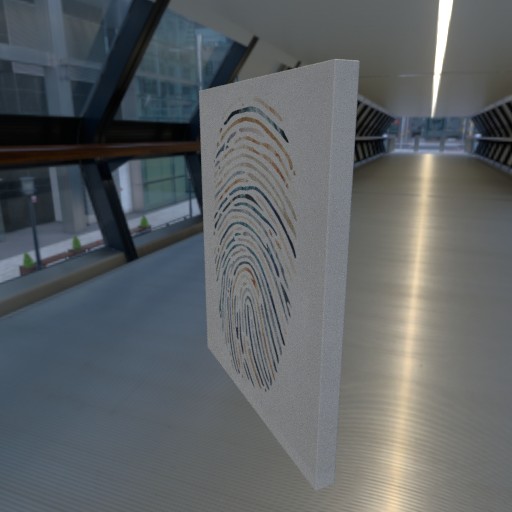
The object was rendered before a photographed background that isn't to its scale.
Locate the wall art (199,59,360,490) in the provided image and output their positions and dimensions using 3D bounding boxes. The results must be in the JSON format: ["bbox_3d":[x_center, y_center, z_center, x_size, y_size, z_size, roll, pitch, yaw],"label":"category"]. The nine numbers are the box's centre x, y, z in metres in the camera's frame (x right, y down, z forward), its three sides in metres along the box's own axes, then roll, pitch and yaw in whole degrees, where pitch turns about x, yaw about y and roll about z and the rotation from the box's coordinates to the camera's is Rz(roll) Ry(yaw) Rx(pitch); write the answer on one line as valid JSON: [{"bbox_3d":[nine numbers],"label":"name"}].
[{"bbox_3d":[0.000,0.000,0.819,0.037,0.606,0.508,-7,18,-24],"label":"wall art"}]
